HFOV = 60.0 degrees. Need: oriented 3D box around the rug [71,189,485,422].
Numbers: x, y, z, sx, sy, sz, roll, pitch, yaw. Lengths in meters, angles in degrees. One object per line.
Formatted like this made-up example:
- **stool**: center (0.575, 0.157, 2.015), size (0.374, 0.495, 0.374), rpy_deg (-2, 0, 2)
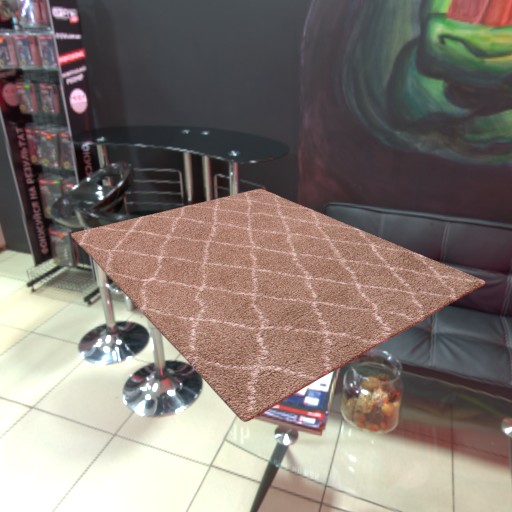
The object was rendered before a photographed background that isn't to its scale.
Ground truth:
- **rug**: center (0.000, 0.000, 4.062), size (2.438, 0.029, 3.047), rpy_deg (-19, 32, -32)
